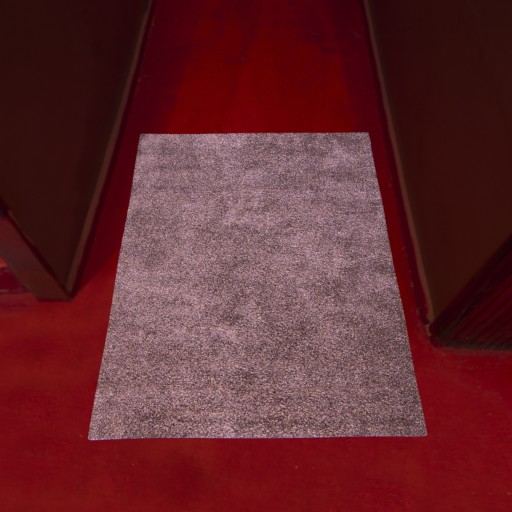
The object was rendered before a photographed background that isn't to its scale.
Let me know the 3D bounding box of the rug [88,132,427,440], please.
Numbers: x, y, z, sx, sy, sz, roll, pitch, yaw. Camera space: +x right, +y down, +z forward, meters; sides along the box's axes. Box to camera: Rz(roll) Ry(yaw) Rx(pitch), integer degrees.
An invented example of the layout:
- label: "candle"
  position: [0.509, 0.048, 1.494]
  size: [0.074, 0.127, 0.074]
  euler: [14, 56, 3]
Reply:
- label: "rug"
  position: [0.000, 0.000, 3.905]
  size: [2.401, 0.025, 3.000]
  euler: [0, 59, 0]
